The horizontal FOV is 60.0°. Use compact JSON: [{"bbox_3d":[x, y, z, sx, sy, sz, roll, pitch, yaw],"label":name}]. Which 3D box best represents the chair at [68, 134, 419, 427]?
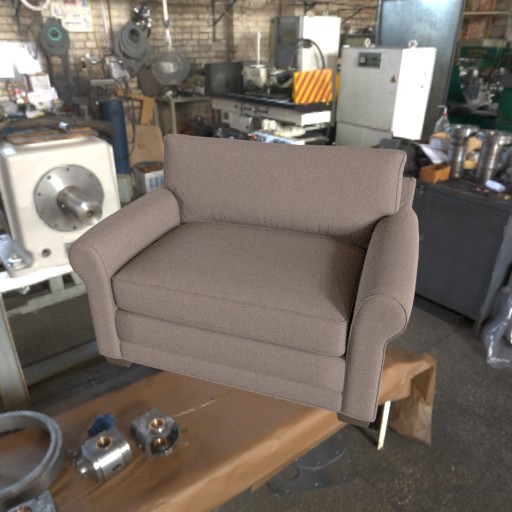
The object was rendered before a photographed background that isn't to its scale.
[{"bbox_3d":[0.000,0.000,2.044,1.390,0.930,0.930,9,27,17],"label":"chair"}]
